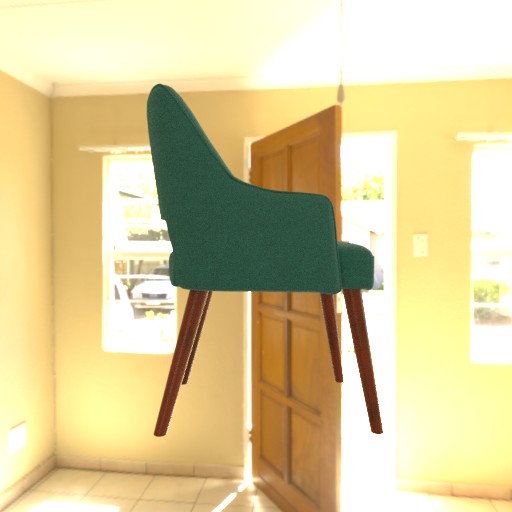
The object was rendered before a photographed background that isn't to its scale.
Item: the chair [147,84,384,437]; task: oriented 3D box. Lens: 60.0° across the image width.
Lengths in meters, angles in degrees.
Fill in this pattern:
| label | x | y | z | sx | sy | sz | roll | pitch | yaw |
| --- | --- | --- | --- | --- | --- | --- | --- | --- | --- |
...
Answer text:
| label | x | y | z | sx | sy | sz | roll | pitch | yaw |
| --- | --- | --- | --- | --- | --- | --- | --- | --- | --- |
| chair | 0.000 | 0.000 | 1.267 | 0.605 | 0.849 | 0.548 | 0 | 1 | -2 |
